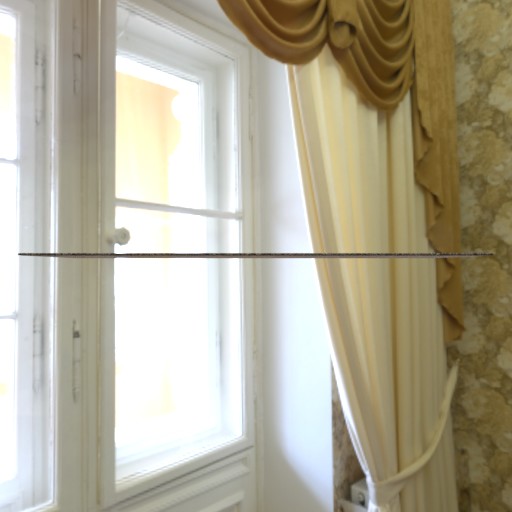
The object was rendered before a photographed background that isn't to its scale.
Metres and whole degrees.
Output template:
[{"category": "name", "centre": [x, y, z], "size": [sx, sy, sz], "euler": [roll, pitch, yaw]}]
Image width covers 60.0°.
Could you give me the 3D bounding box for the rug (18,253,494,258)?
[{"category": "rug", "centre": [0.000, 0.000, 2.487], "size": [2.305, 0.013, 0.719], "euler": [0, -1, 0]}]
